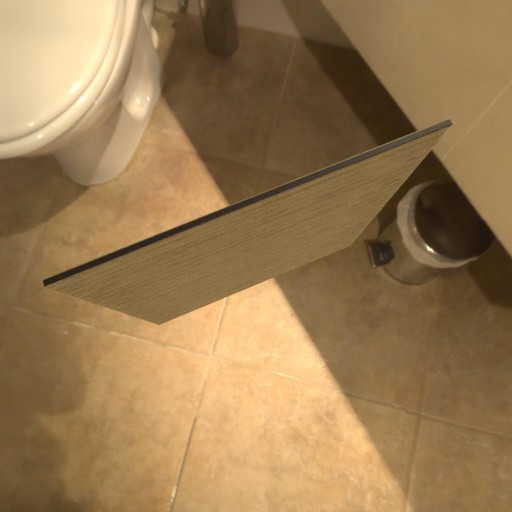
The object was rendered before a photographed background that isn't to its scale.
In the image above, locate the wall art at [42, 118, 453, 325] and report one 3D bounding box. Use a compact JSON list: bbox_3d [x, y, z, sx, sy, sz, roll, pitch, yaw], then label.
[{"bbox_3d":[0.000,0.000,0.756,0.483,0.559,0.009,-22,78,-5],"label":"wall art"}]
